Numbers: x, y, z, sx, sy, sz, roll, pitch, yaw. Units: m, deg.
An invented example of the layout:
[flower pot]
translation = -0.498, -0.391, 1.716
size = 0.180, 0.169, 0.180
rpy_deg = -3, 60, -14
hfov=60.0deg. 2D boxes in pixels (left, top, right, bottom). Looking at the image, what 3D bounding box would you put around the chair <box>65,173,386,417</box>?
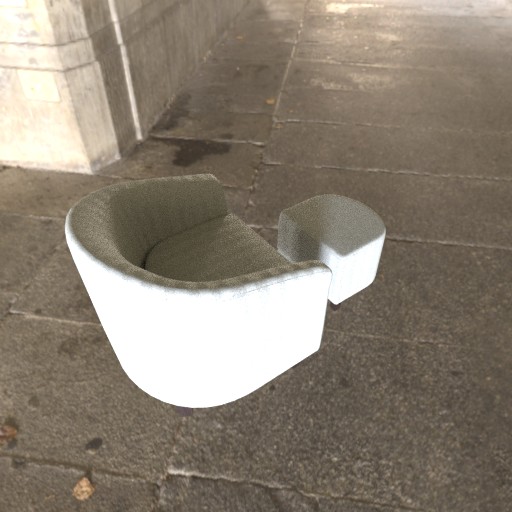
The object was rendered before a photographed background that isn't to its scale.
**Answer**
[chair]
translation = 0.000, 0.000, 1.767
size = 1.288, 0.757, 0.756
rpy_deg = -25, 47, -26
